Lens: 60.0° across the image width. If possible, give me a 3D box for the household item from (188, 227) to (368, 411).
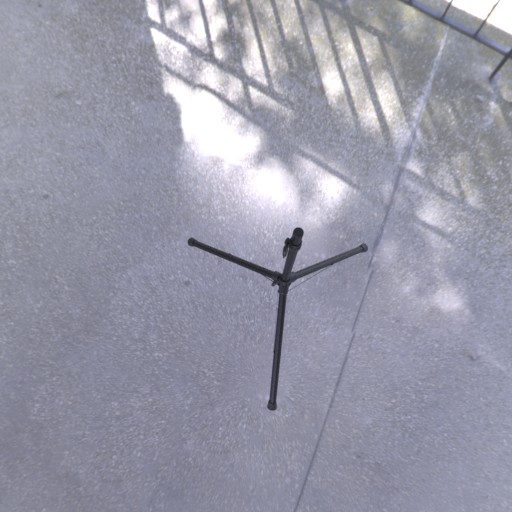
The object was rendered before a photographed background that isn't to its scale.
[{"bbox_3d":[0.000,0.000,1.934,0.907,1.136,1.045,32,77,8],"label":"household item"}]
